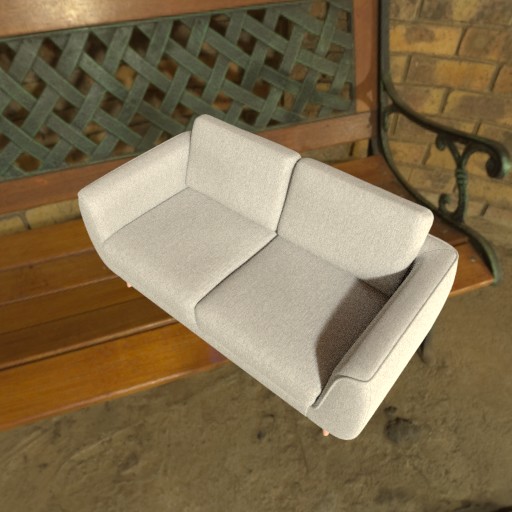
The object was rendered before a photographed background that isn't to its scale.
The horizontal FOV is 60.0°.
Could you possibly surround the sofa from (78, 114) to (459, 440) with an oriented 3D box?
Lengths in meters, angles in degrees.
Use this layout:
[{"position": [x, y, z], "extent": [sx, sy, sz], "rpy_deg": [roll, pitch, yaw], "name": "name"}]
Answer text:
[{"position": [0.000, 0.000, 2.213], "extent": [1.700, 0.850, 0.920], "rpy_deg": [30, 53, 27], "name": "sofa"}]
